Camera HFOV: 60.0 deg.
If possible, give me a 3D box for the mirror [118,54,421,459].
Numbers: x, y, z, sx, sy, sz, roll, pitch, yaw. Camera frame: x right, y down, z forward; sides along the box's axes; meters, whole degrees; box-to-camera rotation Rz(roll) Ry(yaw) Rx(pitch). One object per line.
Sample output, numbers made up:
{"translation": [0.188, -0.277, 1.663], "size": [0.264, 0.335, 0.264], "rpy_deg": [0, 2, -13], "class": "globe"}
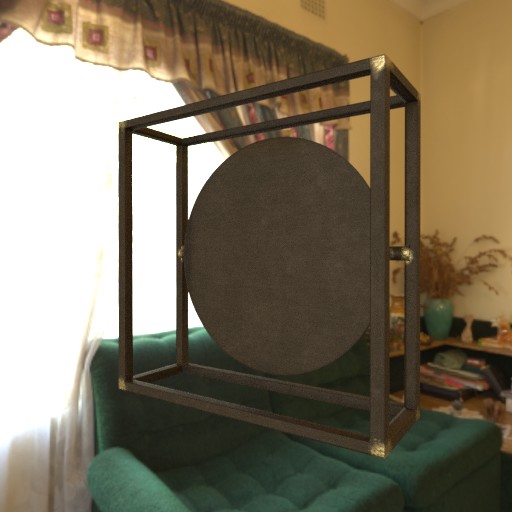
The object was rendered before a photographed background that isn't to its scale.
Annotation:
{"translation": [0.000, 0.000, 0.461], "size": [0.306, 0.303, 0.107], "rpy_deg": [0, 0, 34], "class": "mirror"}
